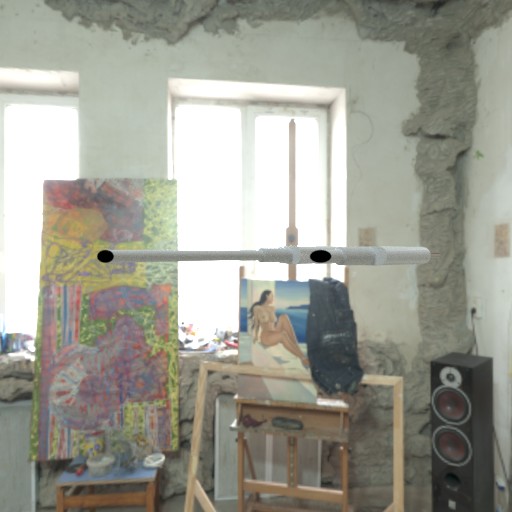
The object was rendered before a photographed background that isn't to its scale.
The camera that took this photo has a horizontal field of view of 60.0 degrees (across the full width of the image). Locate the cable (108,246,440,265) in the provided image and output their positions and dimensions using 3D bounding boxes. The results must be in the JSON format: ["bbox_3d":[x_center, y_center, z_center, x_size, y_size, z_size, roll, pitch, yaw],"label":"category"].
[{"bbox_3d":[0.000,0.000,0.107,0.098,0.006,0.040,0,1,-37],"label":"cable"}]
